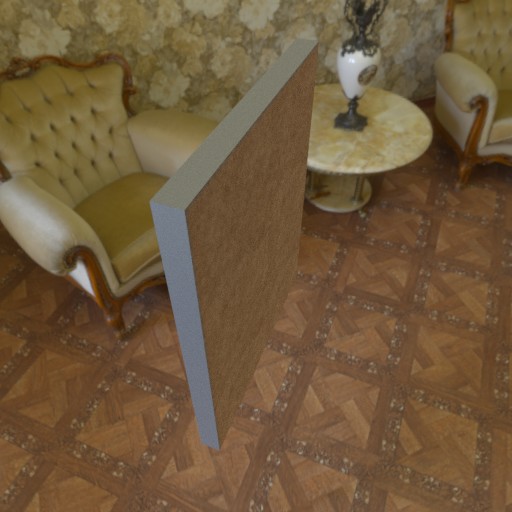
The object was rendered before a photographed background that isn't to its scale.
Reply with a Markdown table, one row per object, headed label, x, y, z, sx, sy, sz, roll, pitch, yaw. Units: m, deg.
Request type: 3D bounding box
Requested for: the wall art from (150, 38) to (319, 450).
| label | x | y | z | sx | sy | sz | roll | pitch | yaw |
| --- | --- | --- | --- | --- | --- | --- | --- | --- | --- |
| wall art | 0.000 | 0.000 | 0.753 | 0.037 | 0.554 | 0.453 | 15 | 47 | 15 |
